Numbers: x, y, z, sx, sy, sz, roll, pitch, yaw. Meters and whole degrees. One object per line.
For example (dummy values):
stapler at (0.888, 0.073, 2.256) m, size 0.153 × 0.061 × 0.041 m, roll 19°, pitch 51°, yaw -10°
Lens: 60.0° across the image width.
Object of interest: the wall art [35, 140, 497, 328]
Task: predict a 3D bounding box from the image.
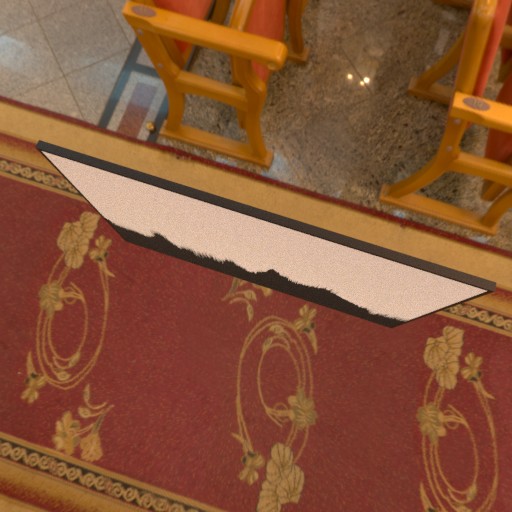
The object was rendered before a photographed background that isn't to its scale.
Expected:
wall art at (0.000, 0.000, 1.198) m, size 0.957 × 0.660 × 0.019 m, roll 18°, pitch 75°, yaw 5°
